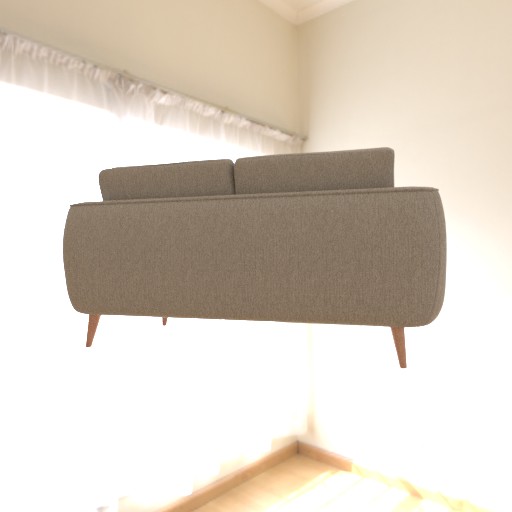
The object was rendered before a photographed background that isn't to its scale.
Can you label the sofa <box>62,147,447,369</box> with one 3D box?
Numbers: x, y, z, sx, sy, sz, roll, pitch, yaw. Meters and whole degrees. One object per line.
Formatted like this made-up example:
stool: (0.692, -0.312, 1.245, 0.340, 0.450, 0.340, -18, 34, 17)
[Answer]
sofa: (0.000, 0.000, 2.217, 1.700, 0.850, 0.920, 0, -1, 17)
